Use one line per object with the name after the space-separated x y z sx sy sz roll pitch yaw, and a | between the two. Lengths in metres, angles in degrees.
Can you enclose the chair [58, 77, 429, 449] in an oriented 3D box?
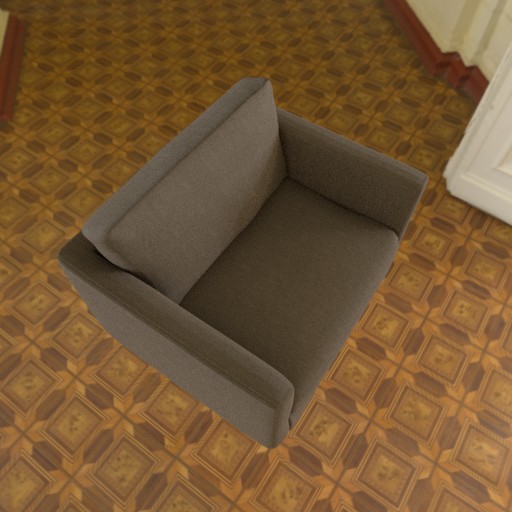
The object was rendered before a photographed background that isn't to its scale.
0.000 0.000 1.827 0.959 0.963 1.107 30 62 18 | chair
